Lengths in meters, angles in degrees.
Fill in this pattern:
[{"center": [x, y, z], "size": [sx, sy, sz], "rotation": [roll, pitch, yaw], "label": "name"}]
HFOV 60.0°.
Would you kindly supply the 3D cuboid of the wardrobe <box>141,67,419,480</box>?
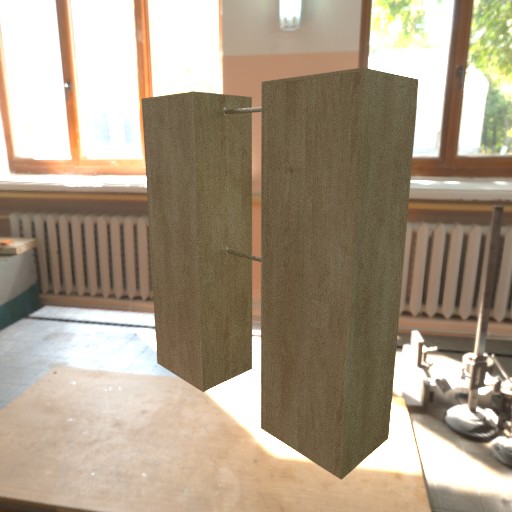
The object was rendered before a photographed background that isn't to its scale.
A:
[{"center": [0.000, 0.000, 2.841], "size": [0.480, 2.000, 1.770], "rotation": [-13, 19, -43], "label": "wardrobe"}]
